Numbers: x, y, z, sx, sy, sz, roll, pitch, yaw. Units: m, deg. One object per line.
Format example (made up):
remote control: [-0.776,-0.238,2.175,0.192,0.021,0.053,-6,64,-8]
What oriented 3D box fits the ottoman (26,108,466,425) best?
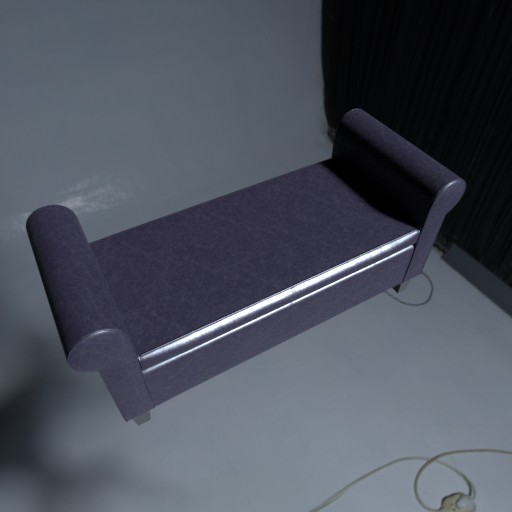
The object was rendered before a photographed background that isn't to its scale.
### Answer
ottoman: [0.000,0.000,1.507,1.256,0.547,0.521,-23,51,-20]
